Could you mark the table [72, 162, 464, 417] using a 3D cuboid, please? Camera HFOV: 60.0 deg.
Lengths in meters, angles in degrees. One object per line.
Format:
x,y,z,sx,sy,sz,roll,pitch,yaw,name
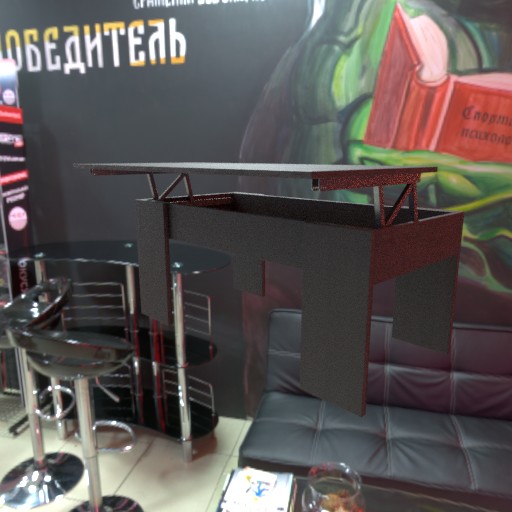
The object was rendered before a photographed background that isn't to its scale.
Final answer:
0.000,0.000,1.411,0.711,0.570,1.000,-12,18,-43,table
